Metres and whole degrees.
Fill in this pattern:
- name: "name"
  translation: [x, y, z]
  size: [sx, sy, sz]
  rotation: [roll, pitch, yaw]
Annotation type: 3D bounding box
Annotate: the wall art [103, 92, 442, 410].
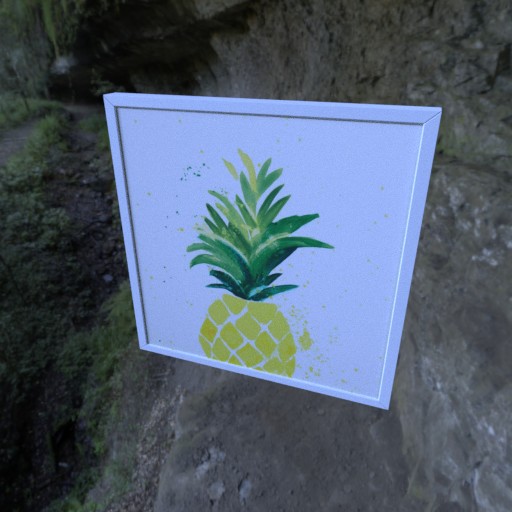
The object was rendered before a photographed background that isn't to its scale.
- name: "wall art"
  translation: [0.000, 0.000, 0.460]
  size: [0.307, 0.307, 0.020]
  rotation: [9, 28, 18]
